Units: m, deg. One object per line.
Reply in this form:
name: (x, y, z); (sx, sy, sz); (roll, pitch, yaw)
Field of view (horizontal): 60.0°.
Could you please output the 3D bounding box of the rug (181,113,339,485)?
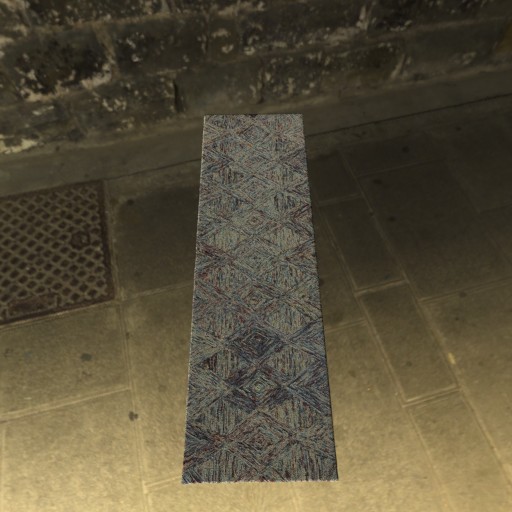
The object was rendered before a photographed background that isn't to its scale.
rug: (0.000, 0.000, 2.506); (0.688, 0.015, 2.292); (-1, 60, 0)
